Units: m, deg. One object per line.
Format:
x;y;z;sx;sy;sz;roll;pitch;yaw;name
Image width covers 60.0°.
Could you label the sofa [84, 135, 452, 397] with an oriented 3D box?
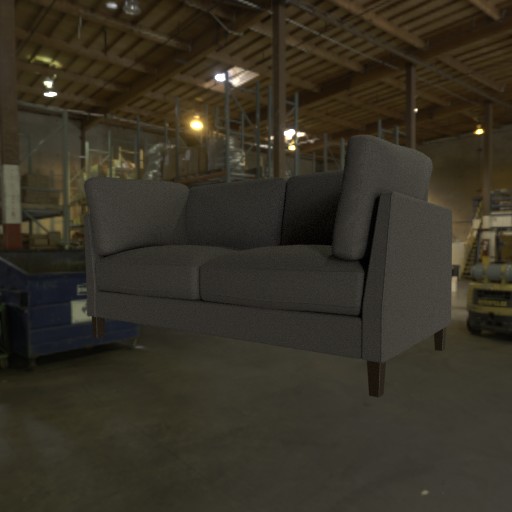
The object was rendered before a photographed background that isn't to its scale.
0.000;0.000;2.308;1.751;0.920;0.969;1;1;37;sofa
